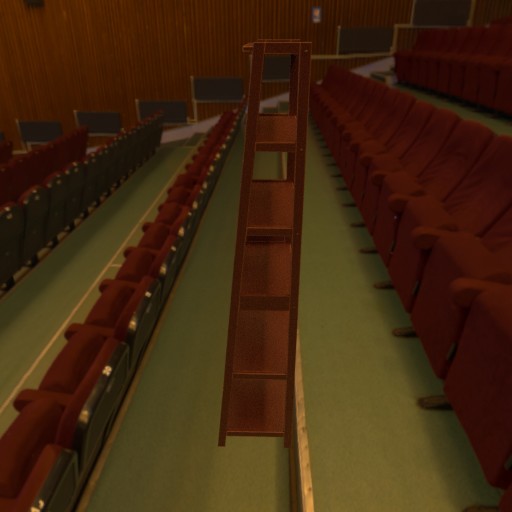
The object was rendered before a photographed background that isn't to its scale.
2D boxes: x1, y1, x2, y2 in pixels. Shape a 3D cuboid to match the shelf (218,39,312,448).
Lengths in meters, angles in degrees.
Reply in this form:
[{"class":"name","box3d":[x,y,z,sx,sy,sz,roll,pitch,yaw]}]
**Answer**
[{"class":"shelf","box3d":[0.000,0.000,2.166,0.381,1.892,0.660,1,27,1]}]
